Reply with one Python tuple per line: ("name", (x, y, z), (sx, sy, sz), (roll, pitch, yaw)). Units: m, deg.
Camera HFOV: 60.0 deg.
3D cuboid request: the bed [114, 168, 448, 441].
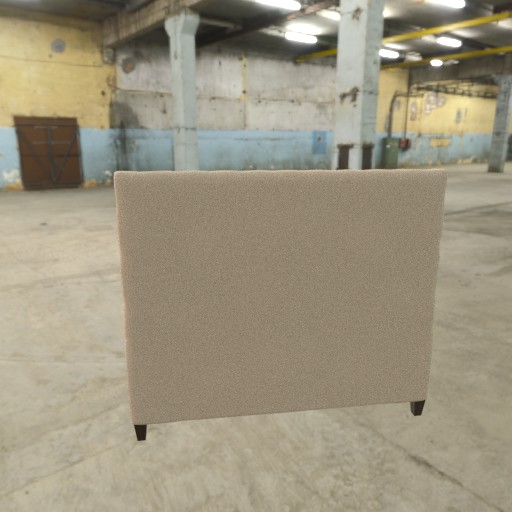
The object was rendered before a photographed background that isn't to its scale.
("bed", (0.000, 0.000, 3.449), (1.698, 1.427, 2.387), (-2, 14, -8))
